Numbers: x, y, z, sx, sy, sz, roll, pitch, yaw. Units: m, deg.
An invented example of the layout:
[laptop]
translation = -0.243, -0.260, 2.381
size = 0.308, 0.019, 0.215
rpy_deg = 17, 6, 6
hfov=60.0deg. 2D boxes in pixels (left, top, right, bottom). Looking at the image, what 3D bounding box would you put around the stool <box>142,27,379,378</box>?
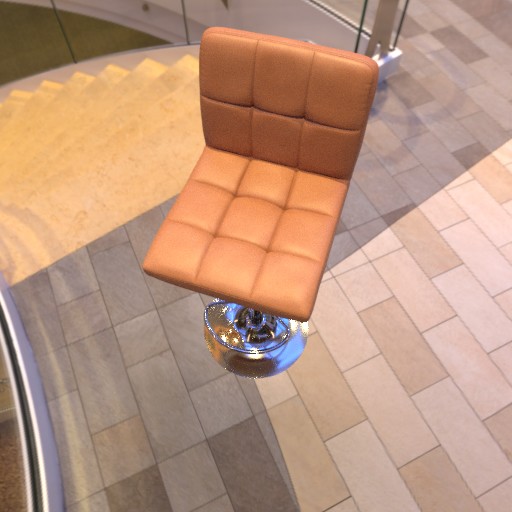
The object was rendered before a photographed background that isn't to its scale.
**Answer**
[stool]
translation = 0.000, 0.000, 1.340
size = 0.430, 1.115, 0.505
rpy_deg = 16, 60, 10
